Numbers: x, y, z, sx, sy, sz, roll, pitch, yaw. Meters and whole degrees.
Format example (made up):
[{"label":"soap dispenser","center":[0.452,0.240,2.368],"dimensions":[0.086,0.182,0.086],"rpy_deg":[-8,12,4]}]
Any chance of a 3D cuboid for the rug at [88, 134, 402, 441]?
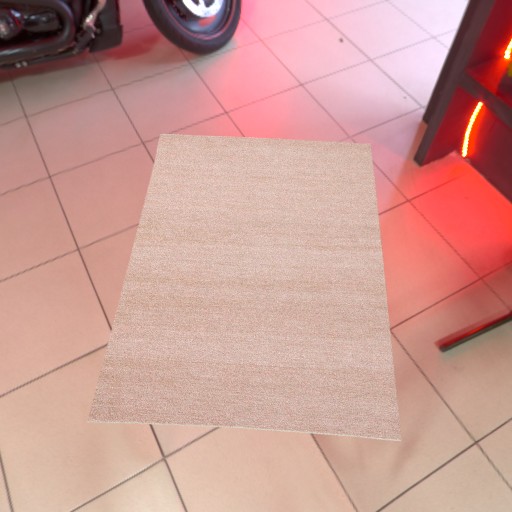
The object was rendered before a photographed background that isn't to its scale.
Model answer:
[{"label":"rug","center":[0.000,0.000,4.253],"dimensions":[2.434,0.045,3.202],"rpy_deg":[3,58,2]}]
